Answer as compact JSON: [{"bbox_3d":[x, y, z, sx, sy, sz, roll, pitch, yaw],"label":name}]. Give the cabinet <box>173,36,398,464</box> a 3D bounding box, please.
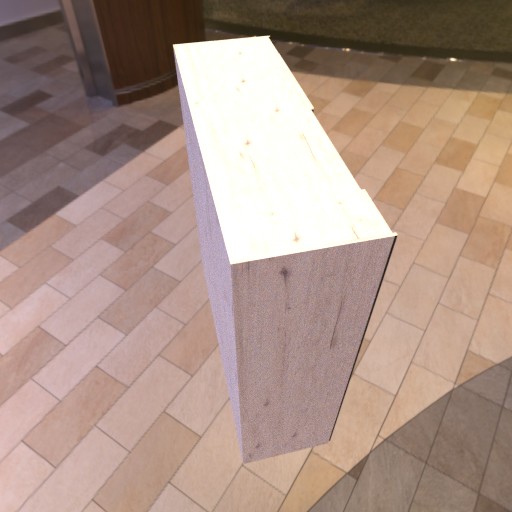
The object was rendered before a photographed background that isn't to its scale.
[{"bbox_3d":[0.000,0.000,3.127,0.660,2.180,2.000,-10,48,-9],"label":"cabinet"}]
